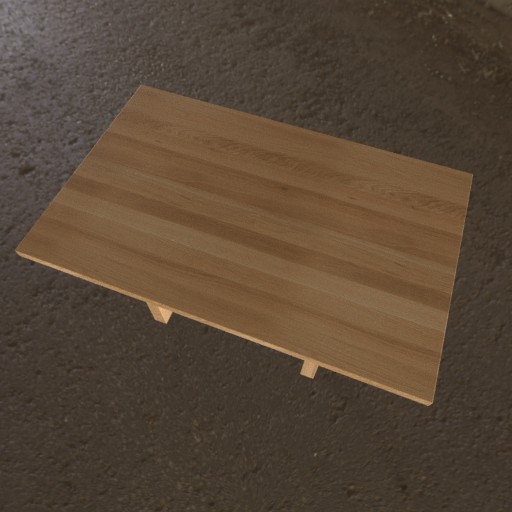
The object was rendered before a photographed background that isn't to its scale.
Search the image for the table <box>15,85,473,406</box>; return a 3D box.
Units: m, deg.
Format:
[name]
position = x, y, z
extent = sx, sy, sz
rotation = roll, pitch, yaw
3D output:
[table]
position = 0.000, 0.000, 1.459
extent = 1.100, 0.510, 0.700
rotation = 18, 62, 10
